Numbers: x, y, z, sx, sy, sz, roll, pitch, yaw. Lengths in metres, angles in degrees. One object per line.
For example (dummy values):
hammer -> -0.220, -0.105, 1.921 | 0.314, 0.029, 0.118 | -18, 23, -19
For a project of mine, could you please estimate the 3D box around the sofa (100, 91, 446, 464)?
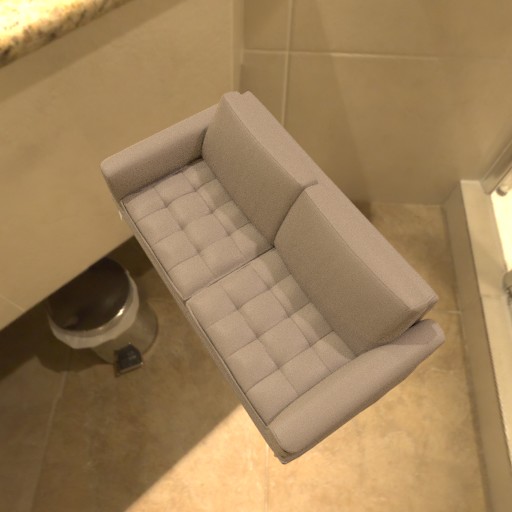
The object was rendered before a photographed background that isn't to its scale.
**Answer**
sofa -> 0.000, 0.000, 2.758 | 1.121, 0.930, 2.177 | -31, 68, -14
